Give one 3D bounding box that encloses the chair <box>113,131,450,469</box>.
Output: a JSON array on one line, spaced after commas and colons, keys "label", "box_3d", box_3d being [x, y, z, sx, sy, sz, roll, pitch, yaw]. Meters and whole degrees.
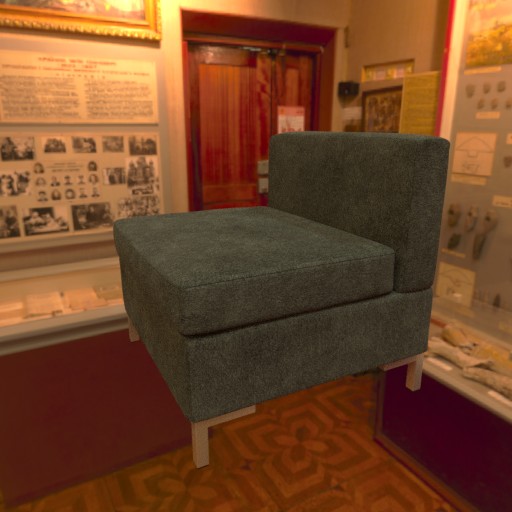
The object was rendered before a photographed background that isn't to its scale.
[{"label": "chair", "box_3d": [0.000, 0.000, 1.229, 0.680, 0.660, 0.680, -8, 18, -26]}]
